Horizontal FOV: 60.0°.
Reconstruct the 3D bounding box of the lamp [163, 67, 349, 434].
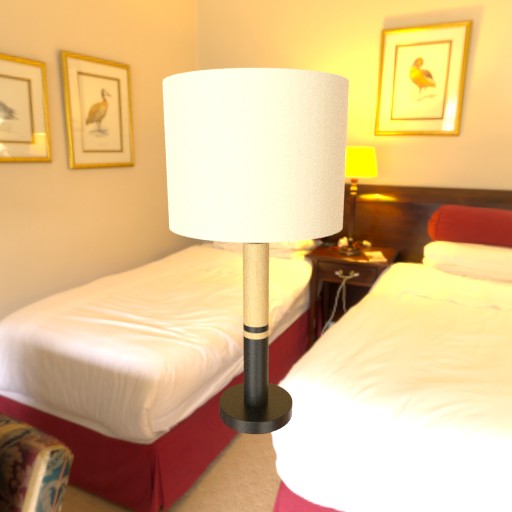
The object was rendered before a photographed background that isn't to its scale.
[{"bbox_3d":[0.000,0.000,0.808,0.305,0.640,0.305,-2,14,-10],"label":"lamp"}]
